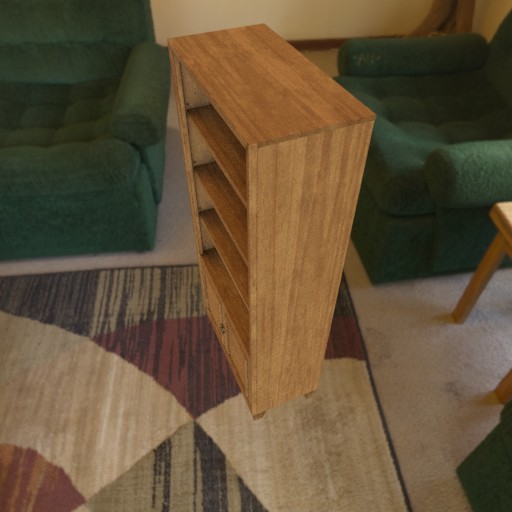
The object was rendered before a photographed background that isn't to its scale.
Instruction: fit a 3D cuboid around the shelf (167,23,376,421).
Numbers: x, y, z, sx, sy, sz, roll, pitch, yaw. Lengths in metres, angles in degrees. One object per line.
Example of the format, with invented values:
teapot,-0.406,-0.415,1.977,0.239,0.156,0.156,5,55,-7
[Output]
shelf,0.000,0.000,2.302,0.453,1.930,0.864,-17,49,-16
